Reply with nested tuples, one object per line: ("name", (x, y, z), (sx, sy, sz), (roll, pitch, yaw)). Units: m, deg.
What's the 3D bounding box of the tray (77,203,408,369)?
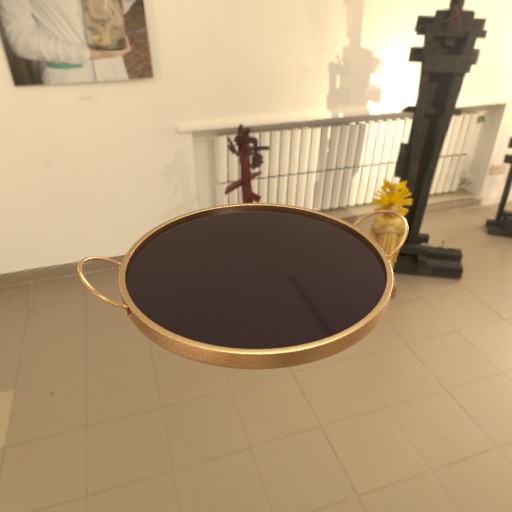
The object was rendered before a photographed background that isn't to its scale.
("tray", (0.000, 0.000, 0.728), (0.543, 0.069, 0.438), (-10, 33, -16))
